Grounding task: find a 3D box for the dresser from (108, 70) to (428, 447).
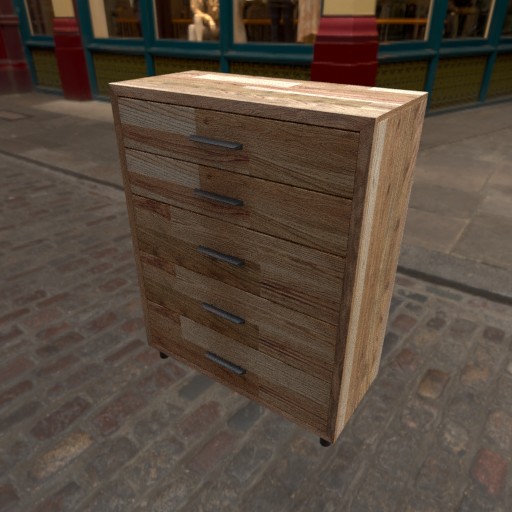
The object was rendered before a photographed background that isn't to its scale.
[{"bbox_3d":[0.000,0.000,1.739,0.966,1.243,0.480,19,34,30],"label":"dresser"}]
